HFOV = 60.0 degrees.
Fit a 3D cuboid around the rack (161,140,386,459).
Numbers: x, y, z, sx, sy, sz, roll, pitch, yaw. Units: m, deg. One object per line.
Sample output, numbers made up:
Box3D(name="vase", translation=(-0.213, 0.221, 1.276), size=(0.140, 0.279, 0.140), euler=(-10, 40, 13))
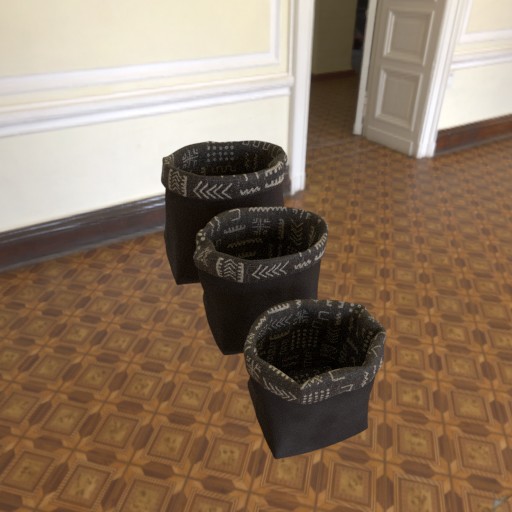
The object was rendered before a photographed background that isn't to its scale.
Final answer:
Box3D(name="rack", translation=(0.000, 0.000, 1.092), size=(0.379, 0.323, 0.905), euler=(-10, 34, -15))
